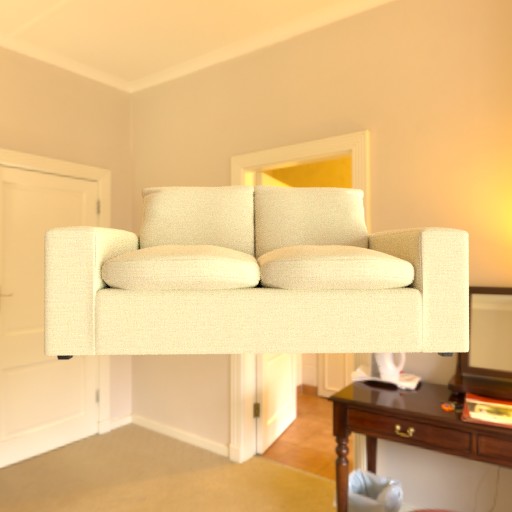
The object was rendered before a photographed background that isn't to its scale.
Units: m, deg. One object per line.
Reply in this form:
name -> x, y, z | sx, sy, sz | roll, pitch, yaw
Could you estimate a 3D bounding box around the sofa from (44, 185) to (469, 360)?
sofa -> 0.000, 0.000, 2.295 | 1.754, 0.875, 1.091 | 0, -1, -2
